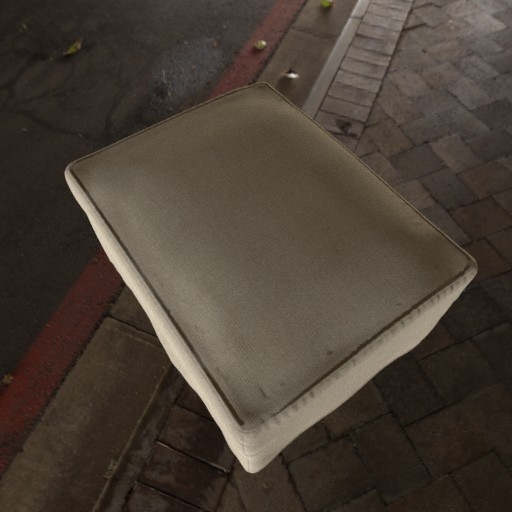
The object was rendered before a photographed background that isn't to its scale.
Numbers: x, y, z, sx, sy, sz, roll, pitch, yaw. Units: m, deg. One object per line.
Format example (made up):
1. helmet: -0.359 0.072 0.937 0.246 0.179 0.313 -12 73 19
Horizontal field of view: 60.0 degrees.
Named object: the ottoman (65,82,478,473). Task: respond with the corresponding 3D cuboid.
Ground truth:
1. ottoman: 0.000 0.000 1.208 0.650 0.485 0.833 -31 63 -18
